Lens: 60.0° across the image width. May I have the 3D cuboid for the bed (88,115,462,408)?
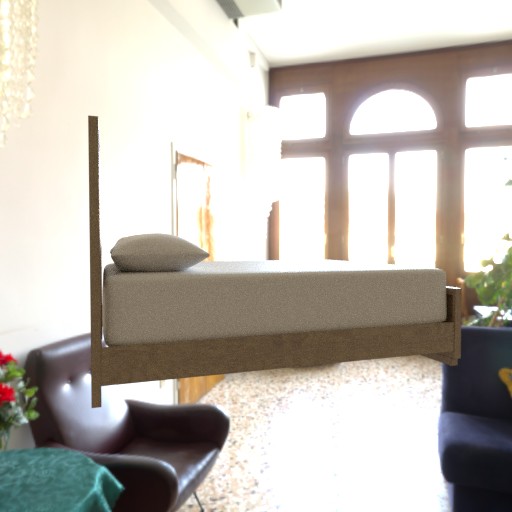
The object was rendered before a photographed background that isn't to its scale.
[{"bbox_3d":[0.000,0.000,3.184,2.189,1.369,1.606,-1,2,-19],"label":"bed"}]
